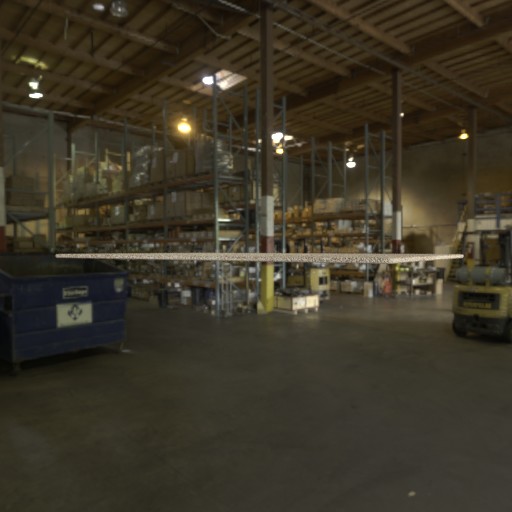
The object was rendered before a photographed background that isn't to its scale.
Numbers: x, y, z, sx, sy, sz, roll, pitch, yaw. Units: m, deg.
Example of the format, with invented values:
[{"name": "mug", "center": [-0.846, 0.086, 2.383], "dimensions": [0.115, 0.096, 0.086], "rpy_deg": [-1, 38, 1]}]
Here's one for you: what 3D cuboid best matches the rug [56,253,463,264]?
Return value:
[{"name": "rug", "center": [0.000, 0.000, 3.534], "dimensions": [2.743, 0.030, 1.778], "rpy_deg": [1, 1, 35]}]
